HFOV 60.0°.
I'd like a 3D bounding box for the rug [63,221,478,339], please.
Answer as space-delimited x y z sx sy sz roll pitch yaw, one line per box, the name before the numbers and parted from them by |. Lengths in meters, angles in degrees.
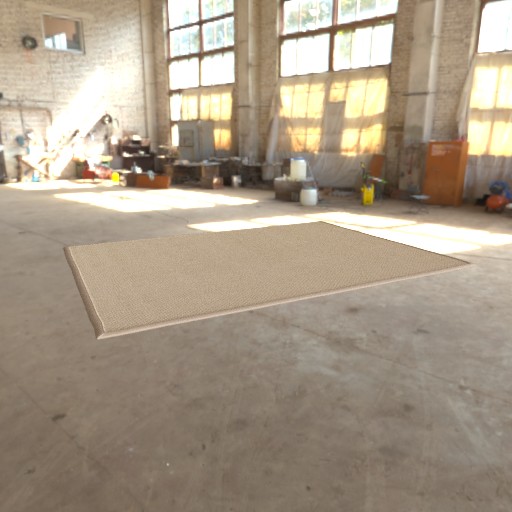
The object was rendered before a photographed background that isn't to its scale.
rug | 0.000 0.000 2.708 2.081 0.020 1.525 -8 17 -26
